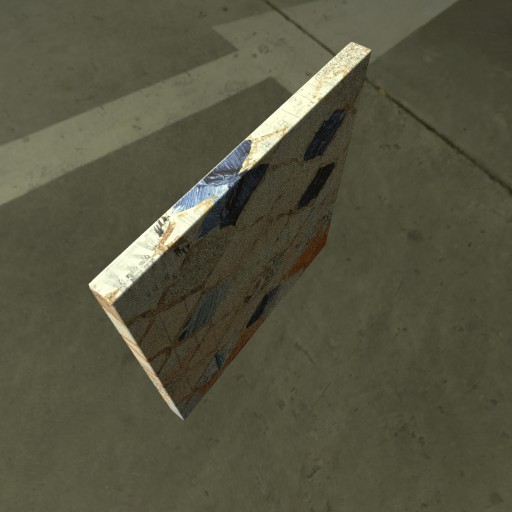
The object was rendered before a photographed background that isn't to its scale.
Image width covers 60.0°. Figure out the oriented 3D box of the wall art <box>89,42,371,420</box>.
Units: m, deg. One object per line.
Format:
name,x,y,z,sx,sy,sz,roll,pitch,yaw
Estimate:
wall art,0.000,0.000,0.748,0.038,0.508,0.507,32,63,19
